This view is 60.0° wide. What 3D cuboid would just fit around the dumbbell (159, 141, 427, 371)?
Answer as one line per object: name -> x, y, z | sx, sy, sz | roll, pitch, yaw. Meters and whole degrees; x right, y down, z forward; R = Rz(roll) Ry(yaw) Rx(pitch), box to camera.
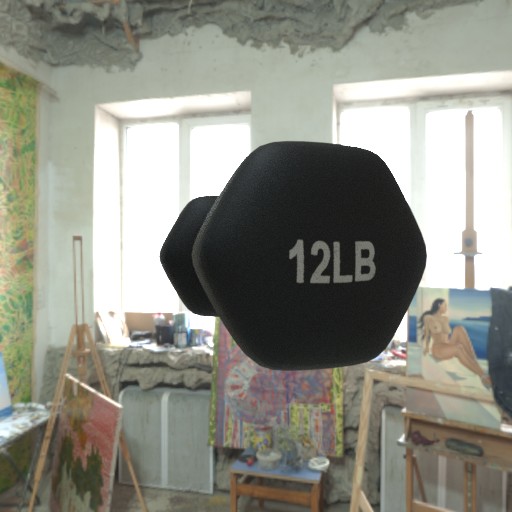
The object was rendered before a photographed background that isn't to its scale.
dumbbell -> 0.000, 0.000, 0.292 | 0.112, 0.101, 0.231 | 0, 0, -16
